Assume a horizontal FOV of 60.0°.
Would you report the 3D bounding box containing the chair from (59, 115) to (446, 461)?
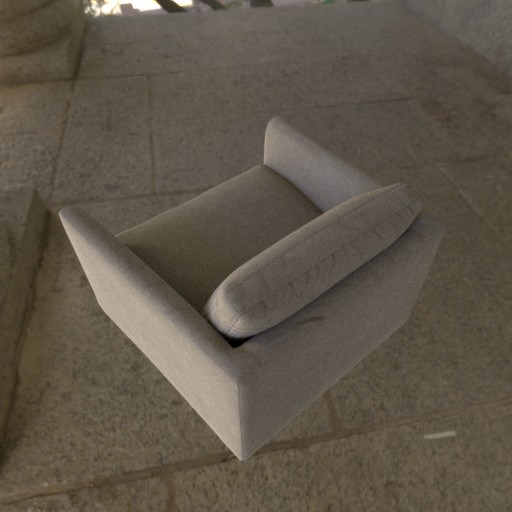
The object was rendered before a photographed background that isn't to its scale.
[{"bbox_3d":[0.000,0.000,1.920,1.190,0.845,1.091,-31,54,-27],"label":"chair"}]
